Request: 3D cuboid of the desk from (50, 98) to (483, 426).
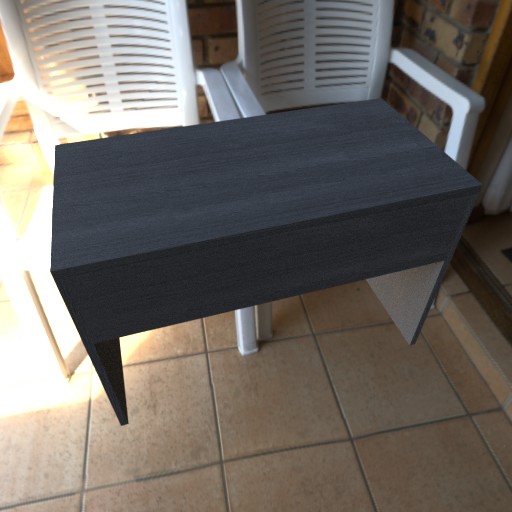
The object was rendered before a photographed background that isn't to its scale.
[{"bbox_3d":[0.000,0.000,1.513,1.099,0.729,0.557,-12,45,-12],"label":"desk"}]
